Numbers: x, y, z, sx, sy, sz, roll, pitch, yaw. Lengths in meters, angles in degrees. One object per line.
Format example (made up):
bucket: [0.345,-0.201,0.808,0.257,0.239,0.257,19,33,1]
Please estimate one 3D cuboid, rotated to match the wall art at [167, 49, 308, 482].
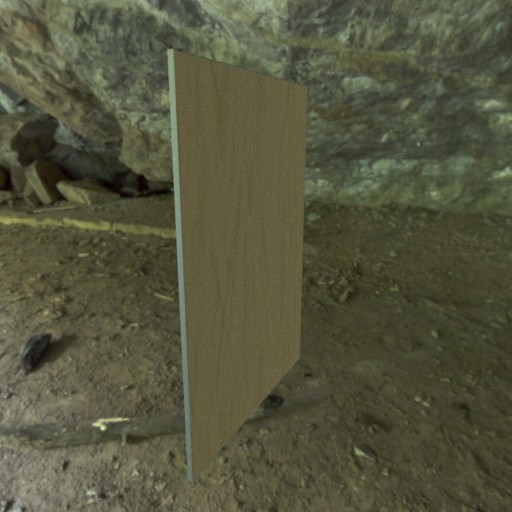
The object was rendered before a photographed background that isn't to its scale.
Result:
wall art: [0.000,0.000,1.448,0.016,1.116,0.810,8,17,26]
